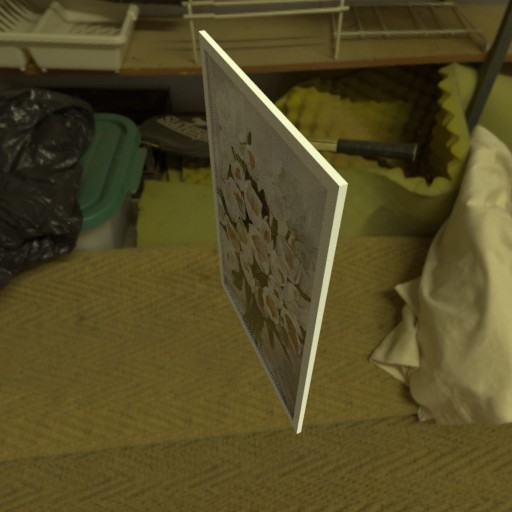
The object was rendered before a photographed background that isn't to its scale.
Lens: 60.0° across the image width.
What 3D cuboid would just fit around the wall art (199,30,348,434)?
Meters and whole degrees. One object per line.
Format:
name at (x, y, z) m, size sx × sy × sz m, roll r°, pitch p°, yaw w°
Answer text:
wall art at (0.000, 0.000, 1.230) m, size 0.015 × 0.965 × 0.660 m, roll -18°, pitch 50°, yaw -16°
